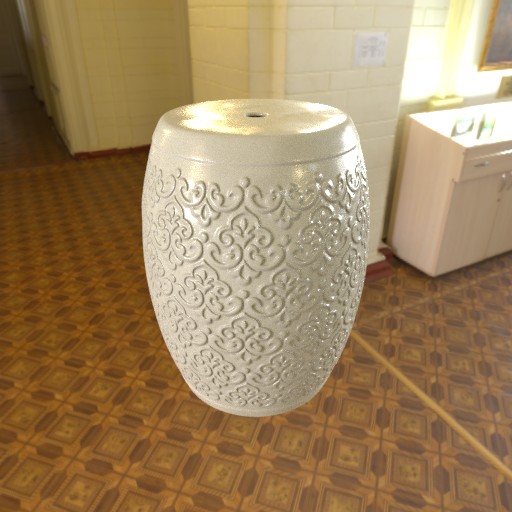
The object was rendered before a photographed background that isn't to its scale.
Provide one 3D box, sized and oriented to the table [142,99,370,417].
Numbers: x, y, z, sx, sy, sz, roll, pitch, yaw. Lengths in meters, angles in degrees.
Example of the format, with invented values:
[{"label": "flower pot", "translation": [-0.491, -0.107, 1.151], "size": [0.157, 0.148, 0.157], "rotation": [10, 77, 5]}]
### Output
[{"label": "table", "translation": [0.000, 0.000, 0.635], "size": [0.309, 0.397, 0.309], "rotation": [0, 29, 0]}]
